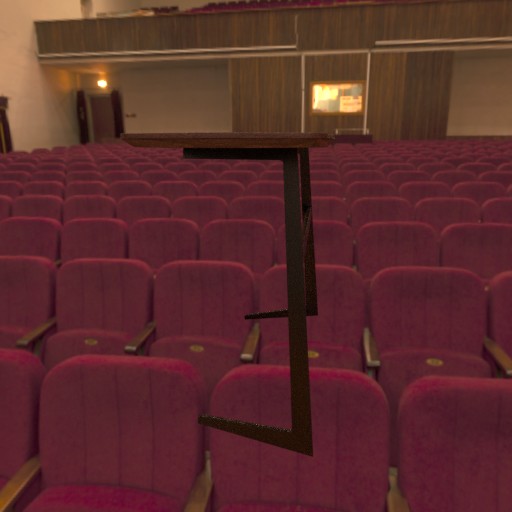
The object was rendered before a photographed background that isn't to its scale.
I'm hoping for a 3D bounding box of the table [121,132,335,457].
[{"bbox_3d":[0.000,0.000,1.107,0.361,0.576,0.804,2,14,8],"label":"table"}]
